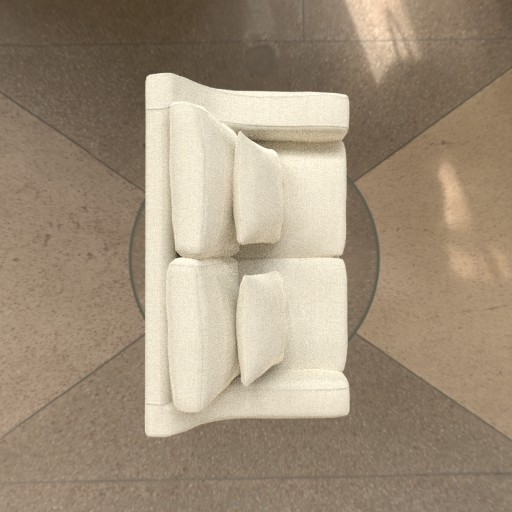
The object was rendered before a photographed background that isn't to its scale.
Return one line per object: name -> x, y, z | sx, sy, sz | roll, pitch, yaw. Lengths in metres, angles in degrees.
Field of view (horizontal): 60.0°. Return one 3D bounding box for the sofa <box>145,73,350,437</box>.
sofa -> 0.000, 0.000, 2.409 | 1.040, 1.047, 1.744 | 0, 90, 0
